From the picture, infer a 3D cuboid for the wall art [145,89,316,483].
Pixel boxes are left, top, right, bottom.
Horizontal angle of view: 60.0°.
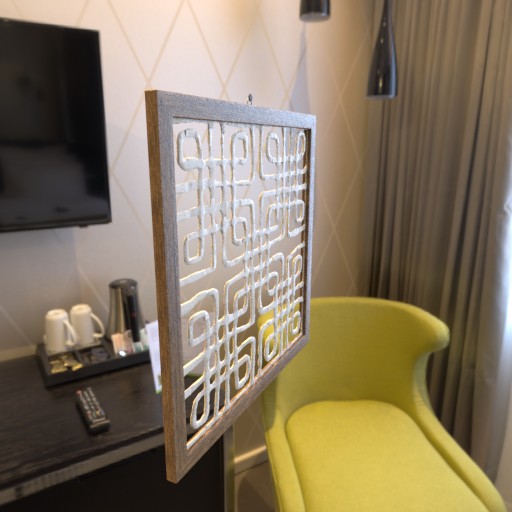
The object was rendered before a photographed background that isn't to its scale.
[{"bbox_3d":[0.000,0.000,0.843,0.021,0.582,0.561,7,16,26],"label":"wall art"}]
